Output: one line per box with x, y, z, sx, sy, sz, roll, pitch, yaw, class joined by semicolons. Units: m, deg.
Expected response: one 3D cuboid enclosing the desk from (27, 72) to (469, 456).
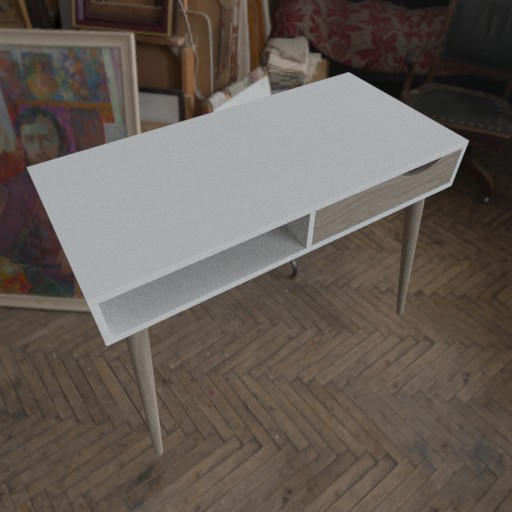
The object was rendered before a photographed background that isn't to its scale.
0.000;0.000;1.343;0.979;0.723;0.491;-24;51;-21;desk
